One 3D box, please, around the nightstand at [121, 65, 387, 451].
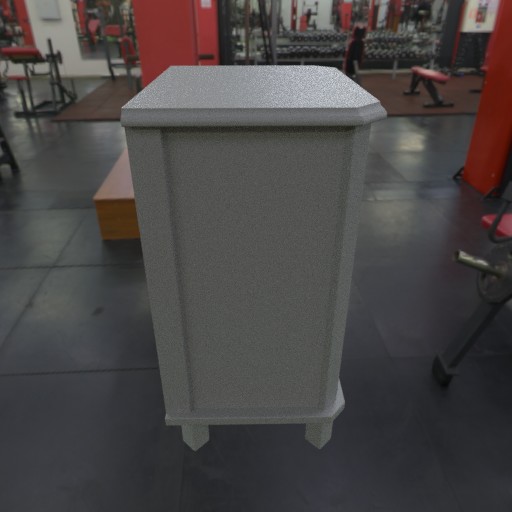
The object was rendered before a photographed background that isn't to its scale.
[{"bbox_3d":[0.000,0.000,0.919,0.350,0.680,0.450,0,30,-1],"label":"nightstand"}]
